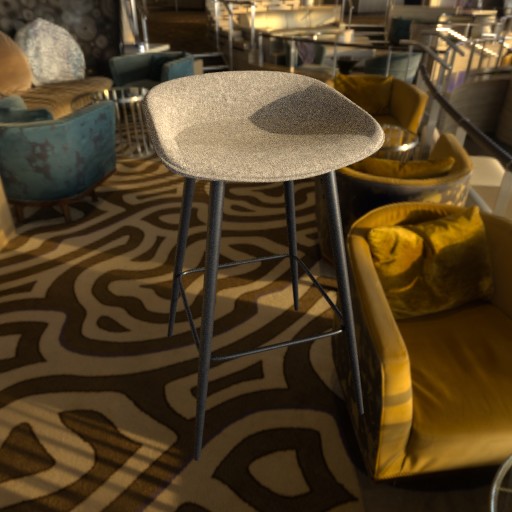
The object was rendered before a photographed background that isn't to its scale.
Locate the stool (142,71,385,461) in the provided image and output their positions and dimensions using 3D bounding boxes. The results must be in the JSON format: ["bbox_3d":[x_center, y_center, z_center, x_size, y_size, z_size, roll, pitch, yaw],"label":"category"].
[{"bbox_3d":[0.000,0.000,1.125,0.469,0.814,0.480,-10,33,-15],"label":"stool"}]
